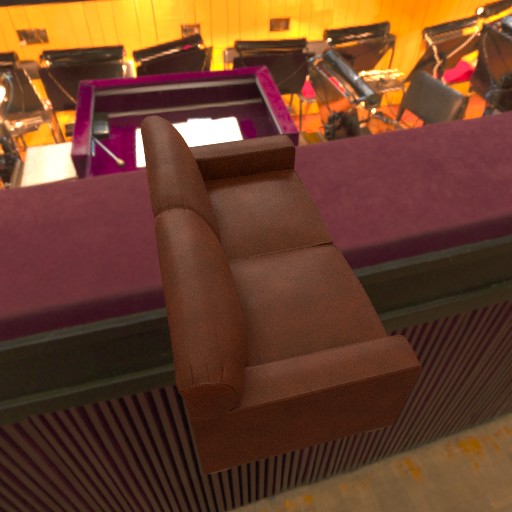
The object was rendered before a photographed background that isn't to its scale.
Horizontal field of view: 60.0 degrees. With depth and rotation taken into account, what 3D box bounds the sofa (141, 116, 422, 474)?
[{"bbox_3d":[0.000,0.000,2.430,1.000,0.966,1.856,-10,47,-10],"label":"sofa"}]
